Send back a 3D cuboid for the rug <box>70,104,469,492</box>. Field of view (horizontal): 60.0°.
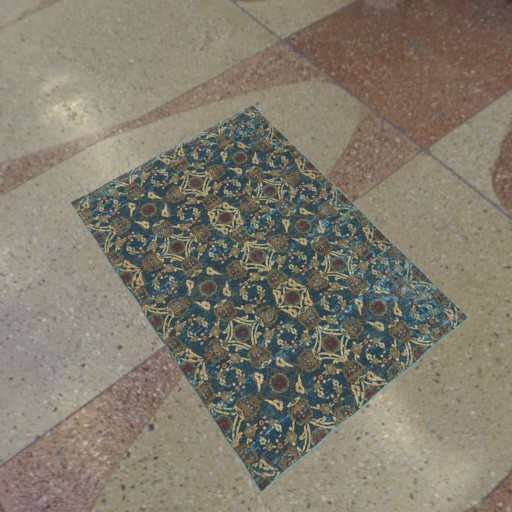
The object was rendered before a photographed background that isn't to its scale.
[{"bbox_3d":[0.000,0.000,2.869,1.567,0.014,2.207,-33,67,-16],"label":"rug"}]
